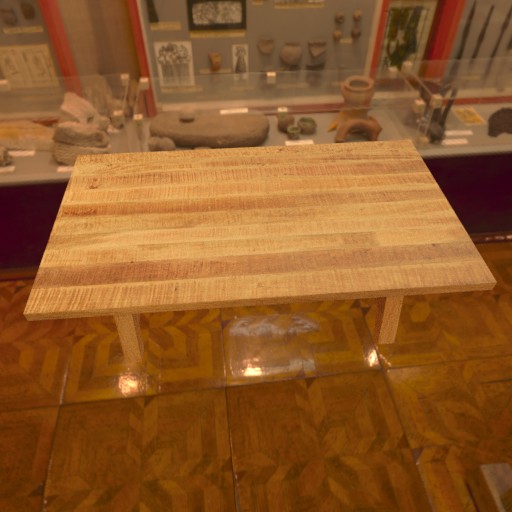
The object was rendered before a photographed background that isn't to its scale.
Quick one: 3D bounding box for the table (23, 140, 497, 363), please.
[{"bbox_3d":[0.000,0.000,1.655,1.320,0.455,0.760,-3,46,-3],"label":"table"}]
